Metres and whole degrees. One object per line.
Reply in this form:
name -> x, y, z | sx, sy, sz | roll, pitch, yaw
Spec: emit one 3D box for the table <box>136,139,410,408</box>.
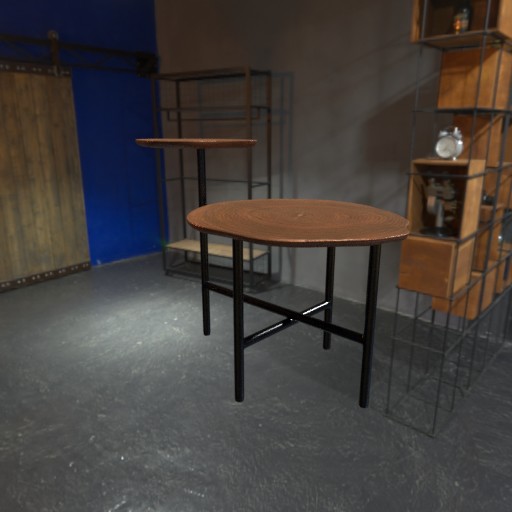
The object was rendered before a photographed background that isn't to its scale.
table -> 0.000, 0.000, 1.071 | 0.759, 0.538, 0.442 | 15, 21, 42
